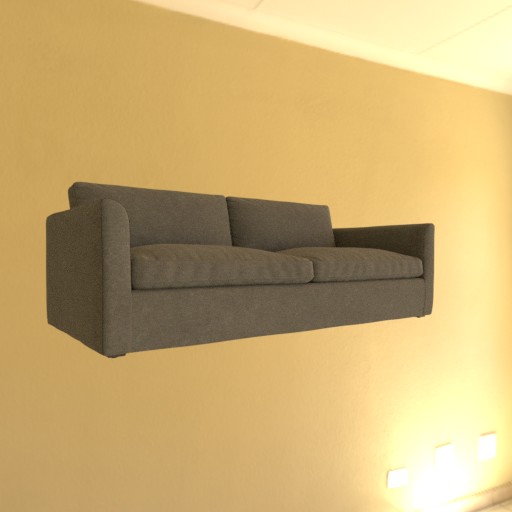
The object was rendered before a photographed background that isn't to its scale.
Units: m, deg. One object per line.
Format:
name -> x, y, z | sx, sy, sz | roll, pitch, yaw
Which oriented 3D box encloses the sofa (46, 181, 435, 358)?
sofa -> 0.000, 0.000, 2.785 | 2.257, 0.838, 1.092 | 0, 0, -36
